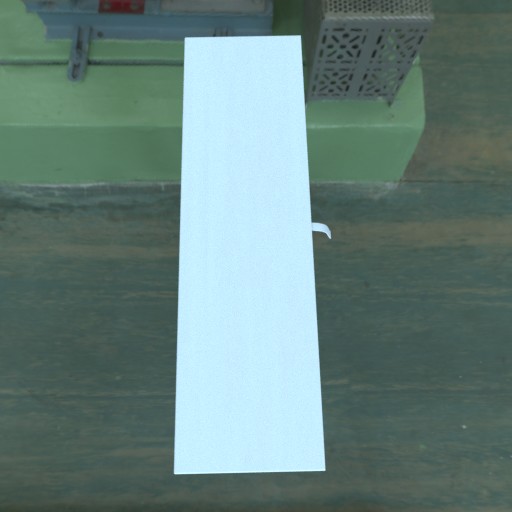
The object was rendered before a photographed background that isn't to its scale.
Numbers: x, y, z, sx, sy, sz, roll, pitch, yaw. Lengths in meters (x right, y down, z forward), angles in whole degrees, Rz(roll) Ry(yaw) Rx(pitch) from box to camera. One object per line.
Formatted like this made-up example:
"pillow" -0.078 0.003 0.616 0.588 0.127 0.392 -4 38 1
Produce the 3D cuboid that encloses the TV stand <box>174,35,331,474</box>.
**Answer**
"TV stand" 0.000 0.000 1.463 0.424 0.624 1.187 -1 75 0
